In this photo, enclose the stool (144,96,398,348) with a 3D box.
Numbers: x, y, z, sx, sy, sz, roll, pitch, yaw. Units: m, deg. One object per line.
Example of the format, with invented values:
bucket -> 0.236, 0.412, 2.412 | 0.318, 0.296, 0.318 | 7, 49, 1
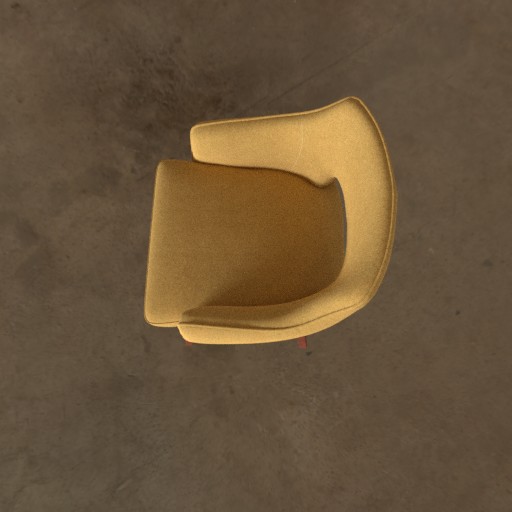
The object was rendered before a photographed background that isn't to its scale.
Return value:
stool -> 0.000, 0.000, 1.329 | 0.558, 1.012, 0.548 | 1, 75, 0
